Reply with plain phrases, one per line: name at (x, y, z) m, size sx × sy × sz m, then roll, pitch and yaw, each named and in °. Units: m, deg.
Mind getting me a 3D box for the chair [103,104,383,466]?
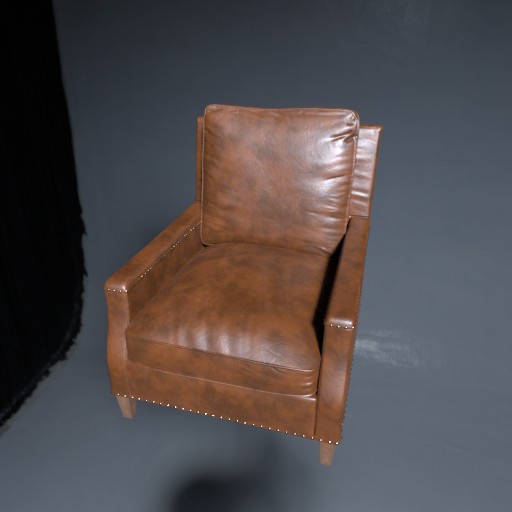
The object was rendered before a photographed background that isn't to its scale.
chair at (0.000, 0.000, 1.782) m, size 0.854 × 1.054 × 1.035 m, roll 7°, pitch 27°, yaw 14°
